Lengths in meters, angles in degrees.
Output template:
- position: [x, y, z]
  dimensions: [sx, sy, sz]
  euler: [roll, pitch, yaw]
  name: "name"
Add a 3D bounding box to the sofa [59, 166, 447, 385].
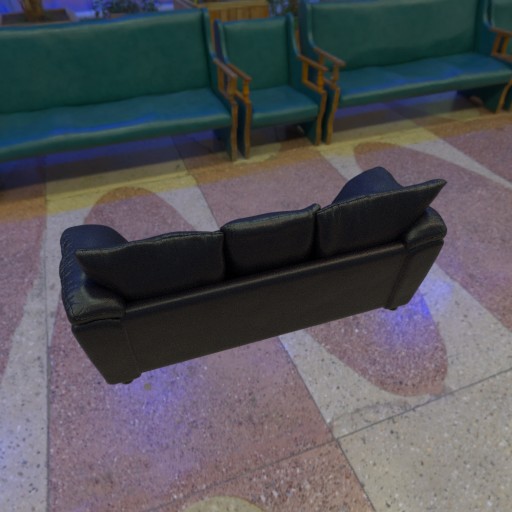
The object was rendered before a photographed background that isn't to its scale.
- position: [0.000, 0.000, 2.908]
  dimensions: [2.336, 1.073, 0.880]
  euler: [-13, 42, -14]
  name: "sofa"
